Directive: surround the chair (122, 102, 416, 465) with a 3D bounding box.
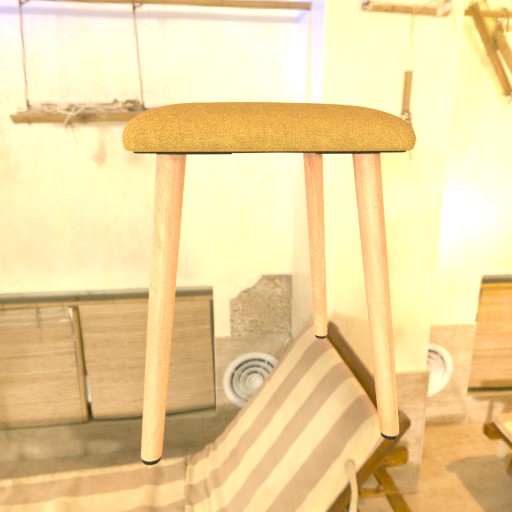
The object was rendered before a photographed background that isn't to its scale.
[{"bbox_3d":[0.000,0.000,0.682,0.350,0.440,0.350,-2,15,-9],"label":"chair"}]
